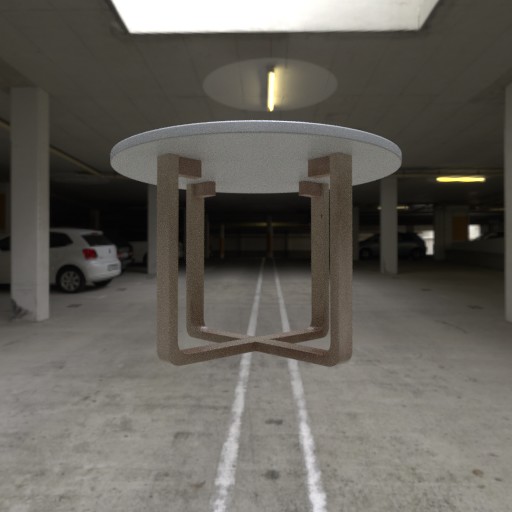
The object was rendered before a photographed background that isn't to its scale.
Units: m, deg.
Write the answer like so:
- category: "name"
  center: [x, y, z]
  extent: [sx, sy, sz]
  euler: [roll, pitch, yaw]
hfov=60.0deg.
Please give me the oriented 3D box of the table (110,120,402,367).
- category: "table"
  center: [0.000, 0.000, 0.959]
  extent: [0.600, 0.400, 0.600]
  euler: [0, -1, 0]
